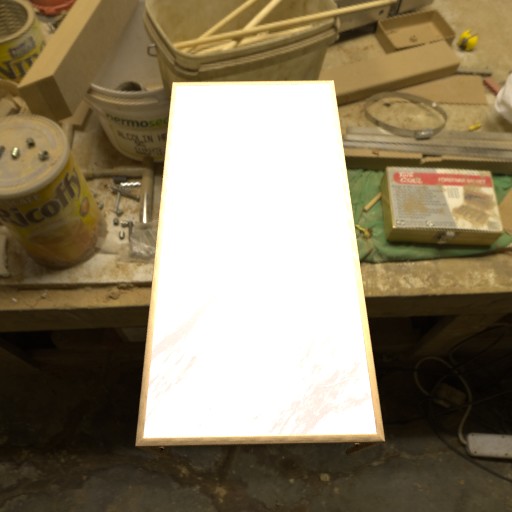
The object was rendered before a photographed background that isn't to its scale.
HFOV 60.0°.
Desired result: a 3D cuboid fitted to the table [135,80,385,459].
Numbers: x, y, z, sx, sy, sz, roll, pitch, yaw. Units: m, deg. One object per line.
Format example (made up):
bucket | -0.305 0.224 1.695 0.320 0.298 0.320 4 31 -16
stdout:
table | 0.000 0.000 1.477 0.577 0.405 1.197 -1 62 0
